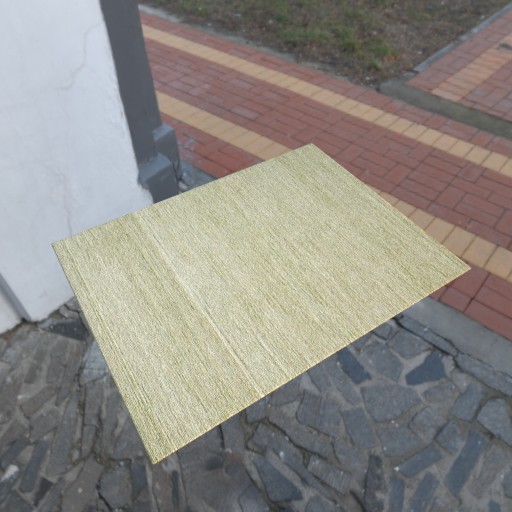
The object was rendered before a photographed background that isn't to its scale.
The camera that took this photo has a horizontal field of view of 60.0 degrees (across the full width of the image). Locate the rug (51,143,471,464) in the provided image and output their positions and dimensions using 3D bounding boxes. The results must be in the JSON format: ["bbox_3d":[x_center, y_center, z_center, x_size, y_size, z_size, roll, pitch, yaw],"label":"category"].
[{"bbox_3d":[0.000,0.000,4.224,3.198,0.016,2.425,-25,53,-21],"label":"rug"}]
